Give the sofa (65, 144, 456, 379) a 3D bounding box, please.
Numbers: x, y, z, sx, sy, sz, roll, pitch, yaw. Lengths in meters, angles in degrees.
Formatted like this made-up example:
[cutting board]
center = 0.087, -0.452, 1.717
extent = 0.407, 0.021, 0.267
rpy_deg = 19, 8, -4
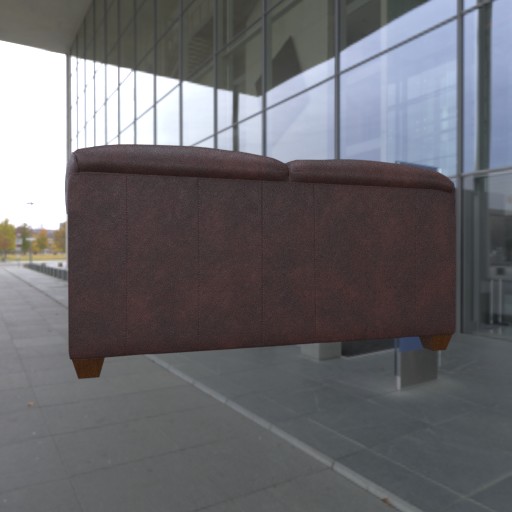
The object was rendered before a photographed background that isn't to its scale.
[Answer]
[sofa]
center = 0.000, 0.000, 2.442
extent = 1.856, 0.966, 1.000
rpy_deg = 0, 1, -17
